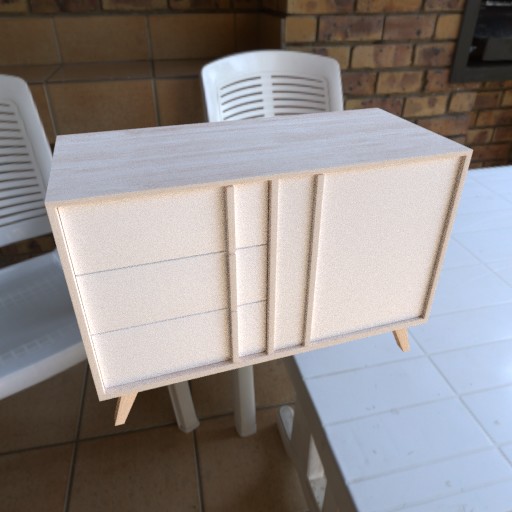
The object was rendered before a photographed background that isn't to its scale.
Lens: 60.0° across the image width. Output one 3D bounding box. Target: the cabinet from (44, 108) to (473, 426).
[{"bbox_3d":[0.000,0.000,1.497,1.110,0.780,0.500,-10,33,-15],"label":"cabinet"}]
